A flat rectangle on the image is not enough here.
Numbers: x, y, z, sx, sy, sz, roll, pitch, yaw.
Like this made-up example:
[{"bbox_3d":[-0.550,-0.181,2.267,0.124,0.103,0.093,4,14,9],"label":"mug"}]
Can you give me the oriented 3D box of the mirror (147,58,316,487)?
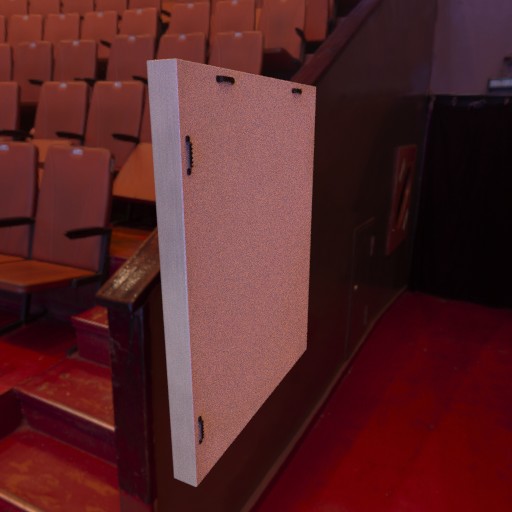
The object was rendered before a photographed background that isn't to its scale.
[{"bbox_3d":[0.000,0.000,0.677,0.041,0.509,0.406,8,19,25],"label":"mirror"}]
